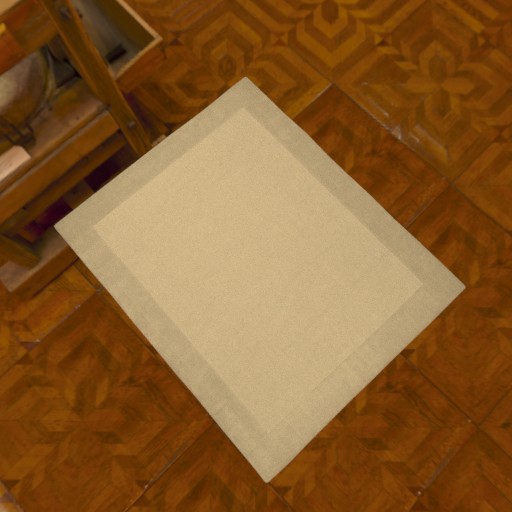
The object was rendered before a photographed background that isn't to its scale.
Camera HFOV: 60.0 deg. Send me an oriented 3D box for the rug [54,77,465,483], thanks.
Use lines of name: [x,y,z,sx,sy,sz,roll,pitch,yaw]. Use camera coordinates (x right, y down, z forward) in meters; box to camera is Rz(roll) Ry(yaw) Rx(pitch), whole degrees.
rug: [0.000,0.000,4.068,2.430,0.018,2.976,-41,79,-10]
